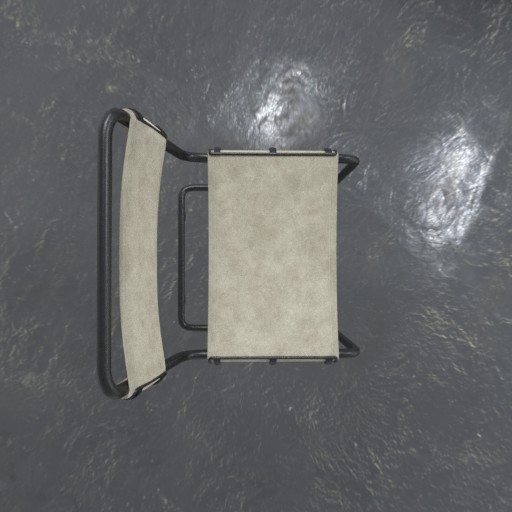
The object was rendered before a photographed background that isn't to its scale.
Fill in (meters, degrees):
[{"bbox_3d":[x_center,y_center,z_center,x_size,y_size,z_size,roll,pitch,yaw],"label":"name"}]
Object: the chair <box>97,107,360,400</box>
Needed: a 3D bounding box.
[{"bbox_3d":[0.000,0.000,1.055,0.497,0.747,0.499,0,89,0],"label":"chair"}]
